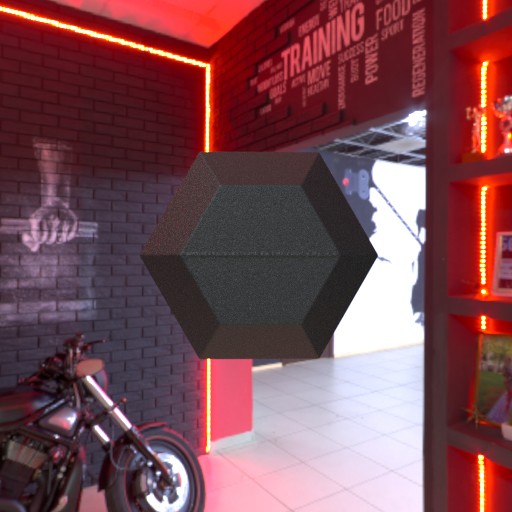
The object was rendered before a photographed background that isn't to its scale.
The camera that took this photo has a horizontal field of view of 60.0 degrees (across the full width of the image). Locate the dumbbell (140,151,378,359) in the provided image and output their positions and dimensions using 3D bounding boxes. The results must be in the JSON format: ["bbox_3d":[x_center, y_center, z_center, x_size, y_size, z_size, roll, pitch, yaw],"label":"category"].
[{"bbox_3d":[0.000,0.000,0.341,0.122,0.106,0.271,0,0,-1],"label":"dumbbell"}]
